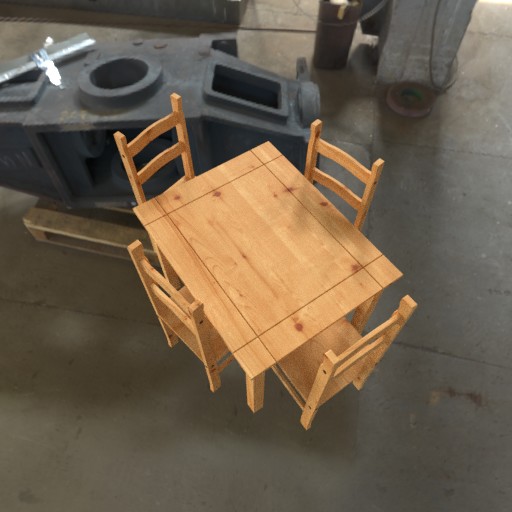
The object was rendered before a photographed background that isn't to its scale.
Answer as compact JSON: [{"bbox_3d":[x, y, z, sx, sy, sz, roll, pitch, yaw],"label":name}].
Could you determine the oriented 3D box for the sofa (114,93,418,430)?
[{"bbox_3d":[0.000,0.000,2.269,1.144,1.000,1.529,-30,62,-18],"label":"sofa"}]
